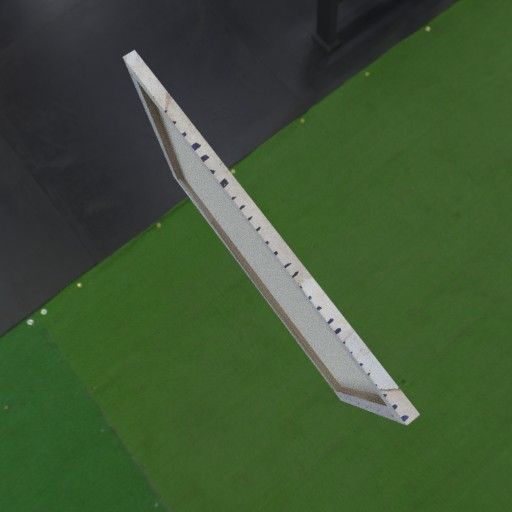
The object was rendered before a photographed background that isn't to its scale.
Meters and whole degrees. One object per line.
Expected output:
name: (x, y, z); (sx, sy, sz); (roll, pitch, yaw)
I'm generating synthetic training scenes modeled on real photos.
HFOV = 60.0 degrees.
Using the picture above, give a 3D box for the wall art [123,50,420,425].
wall art: (0.000, 0.000, 1.433); (0.038, 0.757, 1.143); (-36, 78, -8)
